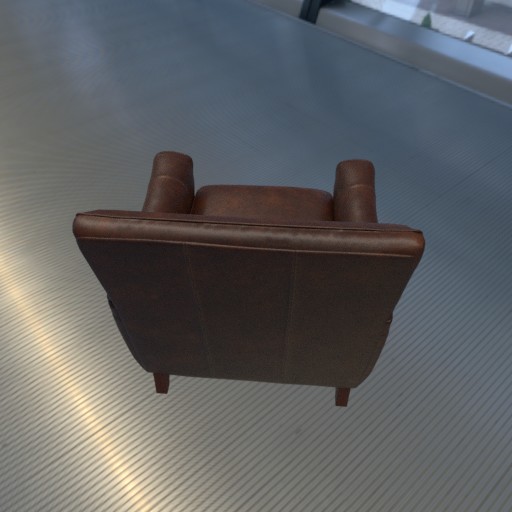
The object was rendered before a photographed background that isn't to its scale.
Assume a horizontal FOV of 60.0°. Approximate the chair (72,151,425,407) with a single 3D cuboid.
[{"bbox_3d":[0.000,0.000,1.598,0.870,0.943,0.823,3,46,3],"label":"chair"}]
